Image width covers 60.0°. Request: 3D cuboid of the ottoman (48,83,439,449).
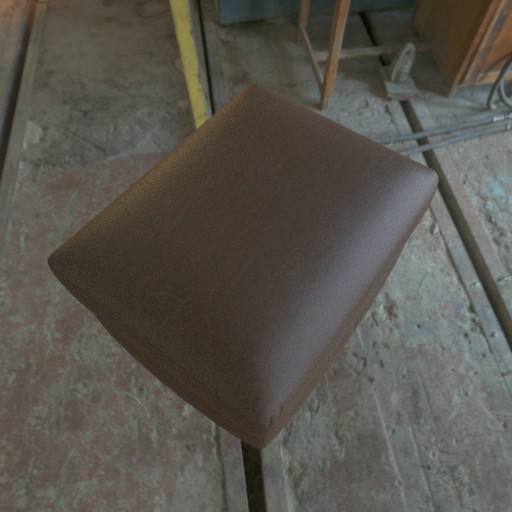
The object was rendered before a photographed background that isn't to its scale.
[{"bbox_3d":[0.000,0.000,1.195,0.635,0.508,0.787,33,64,18],"label":"ottoman"}]
